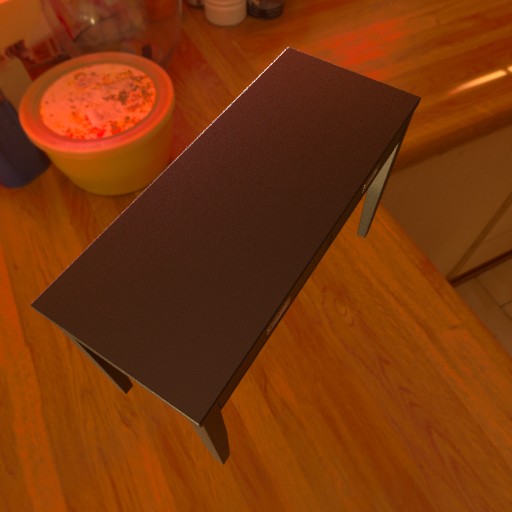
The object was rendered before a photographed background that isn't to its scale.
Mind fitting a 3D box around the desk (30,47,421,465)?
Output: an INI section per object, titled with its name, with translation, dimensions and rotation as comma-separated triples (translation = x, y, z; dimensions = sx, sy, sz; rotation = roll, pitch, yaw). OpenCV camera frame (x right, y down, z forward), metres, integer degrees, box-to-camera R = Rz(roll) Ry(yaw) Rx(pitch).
[desk]
translation = 0.000, 0.000, 1.589
dimensions = 0.508, 0.775, 1.220
rotation = 29, 63, 16
